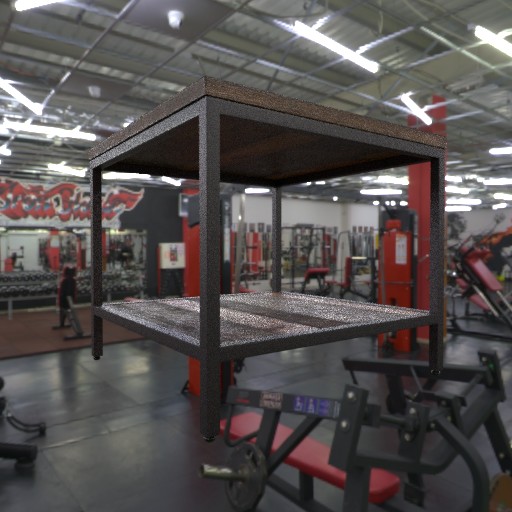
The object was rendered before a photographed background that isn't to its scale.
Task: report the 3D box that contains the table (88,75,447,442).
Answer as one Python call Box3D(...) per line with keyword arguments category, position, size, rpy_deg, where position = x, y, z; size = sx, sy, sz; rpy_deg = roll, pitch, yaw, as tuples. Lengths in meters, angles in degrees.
Box3D(category="table", position=(0.000, 0.000, 0.958), size=(0.553, 0.482, 0.548), rpy_deg=(-1, 2, -36))
